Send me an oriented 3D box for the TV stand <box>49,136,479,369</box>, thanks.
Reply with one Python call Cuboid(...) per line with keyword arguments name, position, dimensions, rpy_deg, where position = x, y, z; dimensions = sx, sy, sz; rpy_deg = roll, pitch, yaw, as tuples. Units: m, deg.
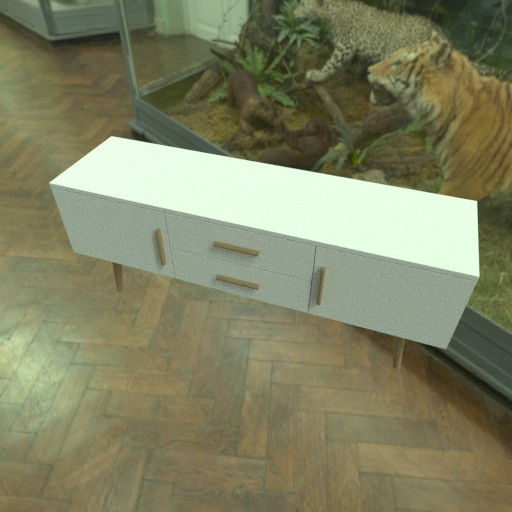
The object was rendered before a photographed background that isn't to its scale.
Cuboid(name="TV stand", position=(0.000, 0.000, 1.674), dimensions=(1.398, 0.560, 0.401), rpy_deg=(13, 43, 15))
